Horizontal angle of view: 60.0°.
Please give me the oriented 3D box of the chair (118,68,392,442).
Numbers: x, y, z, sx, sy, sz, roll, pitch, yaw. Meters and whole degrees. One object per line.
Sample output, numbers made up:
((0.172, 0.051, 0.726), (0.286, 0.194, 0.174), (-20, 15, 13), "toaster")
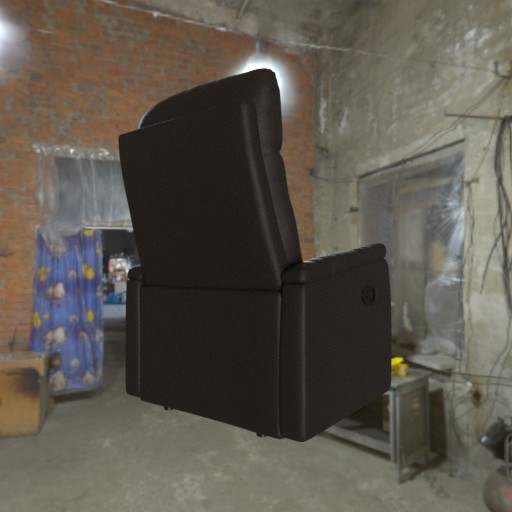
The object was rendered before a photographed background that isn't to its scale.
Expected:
((0.000, 0.000, 1.641), (0.775, 1.082, 0.831), (-1, -2, 37), "chair")
